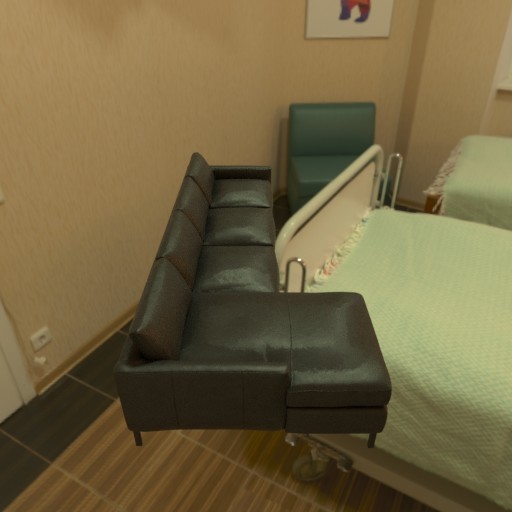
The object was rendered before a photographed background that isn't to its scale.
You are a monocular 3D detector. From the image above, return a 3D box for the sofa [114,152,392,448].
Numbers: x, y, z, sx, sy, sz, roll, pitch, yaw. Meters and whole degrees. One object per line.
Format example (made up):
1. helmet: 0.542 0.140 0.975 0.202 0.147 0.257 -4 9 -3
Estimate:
1. sofa: 0.000 0.000 3.627 1.471 0.859 2.993 0 32 0
